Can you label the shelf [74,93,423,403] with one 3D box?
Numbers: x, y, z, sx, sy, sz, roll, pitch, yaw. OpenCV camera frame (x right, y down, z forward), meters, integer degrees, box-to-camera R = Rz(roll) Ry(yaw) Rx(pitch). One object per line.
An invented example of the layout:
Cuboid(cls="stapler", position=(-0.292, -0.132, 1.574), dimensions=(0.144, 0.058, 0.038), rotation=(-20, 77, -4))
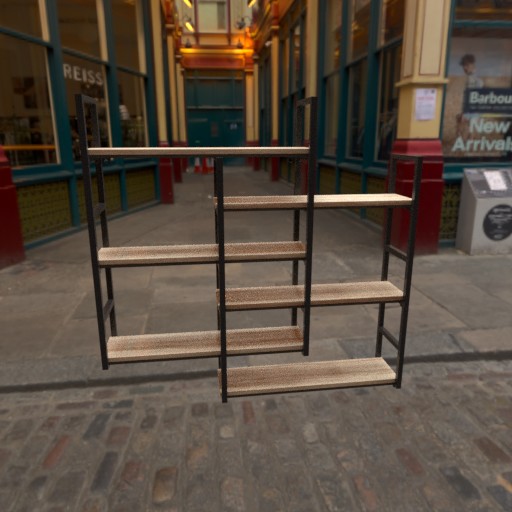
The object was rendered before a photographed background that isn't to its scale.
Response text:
Cuboid(cls="shelf", position=(0.000, 0.000, 1.372), dimensions=(0.946, 0.921, 0.183), rotation=(-2, 15, -8))
